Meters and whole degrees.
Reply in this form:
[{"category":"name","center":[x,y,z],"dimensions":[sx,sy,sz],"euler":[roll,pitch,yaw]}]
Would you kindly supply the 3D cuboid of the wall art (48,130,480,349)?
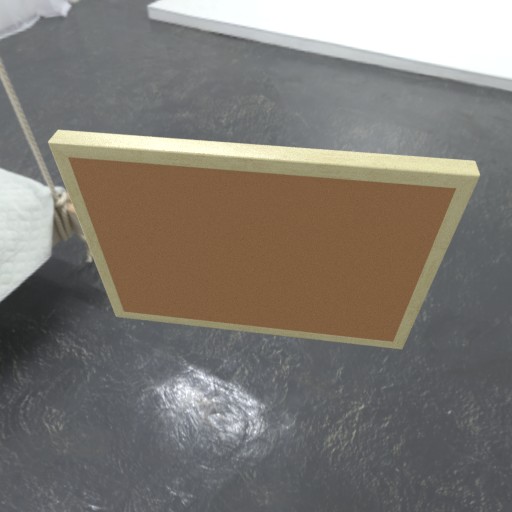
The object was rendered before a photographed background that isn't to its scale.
[{"category":"wall art","center":[0.000,0.000,0.691],"dimensions":[0.533,0.381,0.032],"euler":[6,47,5]}]
